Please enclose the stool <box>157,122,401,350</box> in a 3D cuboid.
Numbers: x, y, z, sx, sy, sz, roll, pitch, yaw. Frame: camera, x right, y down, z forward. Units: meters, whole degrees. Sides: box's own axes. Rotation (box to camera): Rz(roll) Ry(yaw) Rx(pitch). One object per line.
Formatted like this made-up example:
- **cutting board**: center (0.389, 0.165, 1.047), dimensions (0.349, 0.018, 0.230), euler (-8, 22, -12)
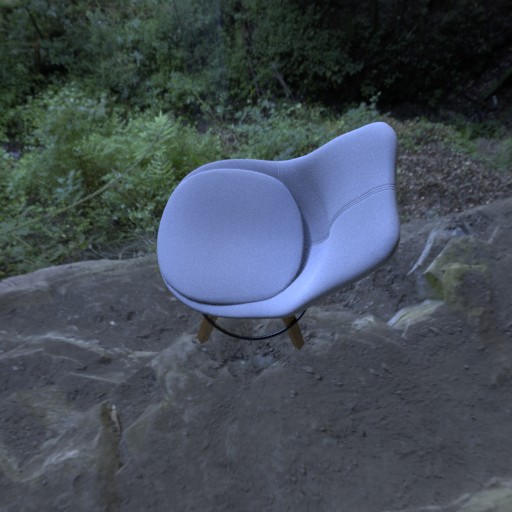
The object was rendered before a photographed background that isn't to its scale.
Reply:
- **stool**: center (0.000, 0.000, 1.381), dimensions (0.550, 1.115, 0.484), euler (3, 74, 1)
